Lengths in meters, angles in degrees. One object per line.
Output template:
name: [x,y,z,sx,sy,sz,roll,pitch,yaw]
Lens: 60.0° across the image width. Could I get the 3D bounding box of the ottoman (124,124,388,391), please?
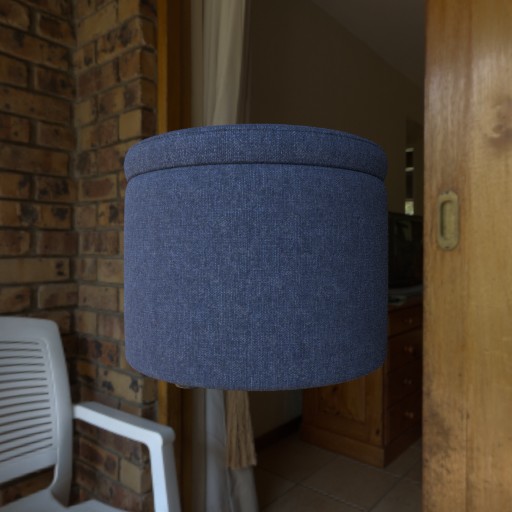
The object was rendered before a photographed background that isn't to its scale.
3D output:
ottoman: [0.000,0.000,0.910,0.520,0.430,0.520,0,1,0]
